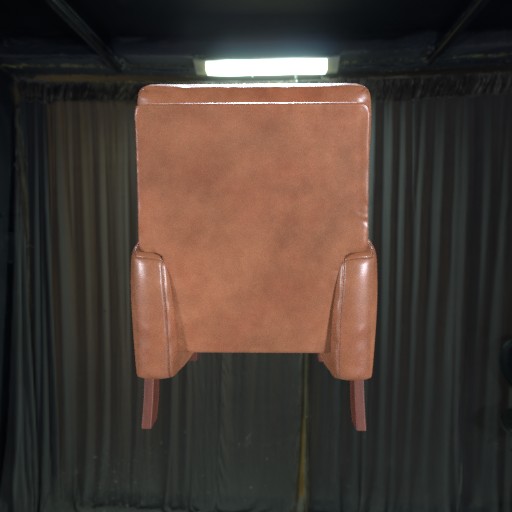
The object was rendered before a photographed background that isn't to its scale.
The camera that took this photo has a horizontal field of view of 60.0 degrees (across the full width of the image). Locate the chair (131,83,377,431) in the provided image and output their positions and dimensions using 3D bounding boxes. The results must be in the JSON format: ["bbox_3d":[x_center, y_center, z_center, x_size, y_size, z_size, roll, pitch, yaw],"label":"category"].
[{"bbox_3d":[0.000,0.000,1.618,0.762,0.990,0.990,0,2,1],"label":"chair"}]
